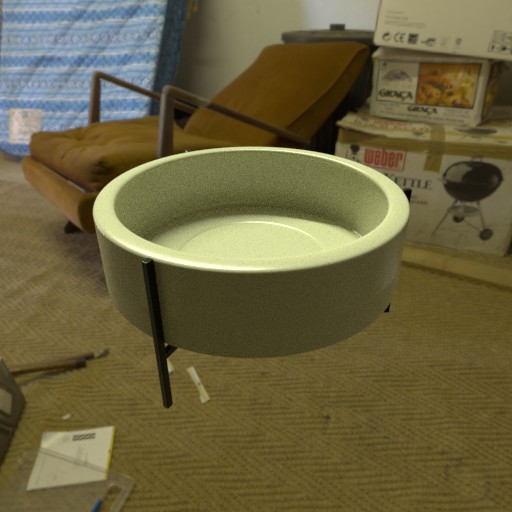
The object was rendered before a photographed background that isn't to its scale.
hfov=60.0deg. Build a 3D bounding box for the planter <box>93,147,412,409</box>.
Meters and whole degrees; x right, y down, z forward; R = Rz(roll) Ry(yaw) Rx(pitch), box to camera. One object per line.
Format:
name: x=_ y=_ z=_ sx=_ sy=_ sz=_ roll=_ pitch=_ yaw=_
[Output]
planter: x=0.000 y=0.000 z=0.531 sx=0.345 sy=0.171 sz=0.336 roll=-1 pitch=30 yaw=-1
